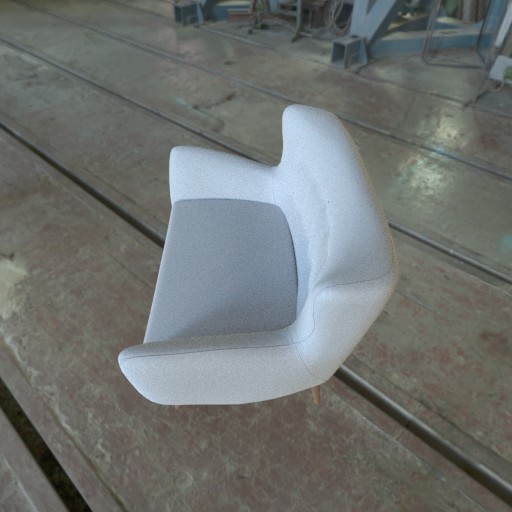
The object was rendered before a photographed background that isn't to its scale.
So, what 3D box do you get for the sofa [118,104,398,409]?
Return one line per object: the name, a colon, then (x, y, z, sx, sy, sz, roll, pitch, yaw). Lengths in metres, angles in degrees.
sofa: (0.000, 0.000, 2.000, 0.921, 0.878, 1.424, -1, 41, -1)
